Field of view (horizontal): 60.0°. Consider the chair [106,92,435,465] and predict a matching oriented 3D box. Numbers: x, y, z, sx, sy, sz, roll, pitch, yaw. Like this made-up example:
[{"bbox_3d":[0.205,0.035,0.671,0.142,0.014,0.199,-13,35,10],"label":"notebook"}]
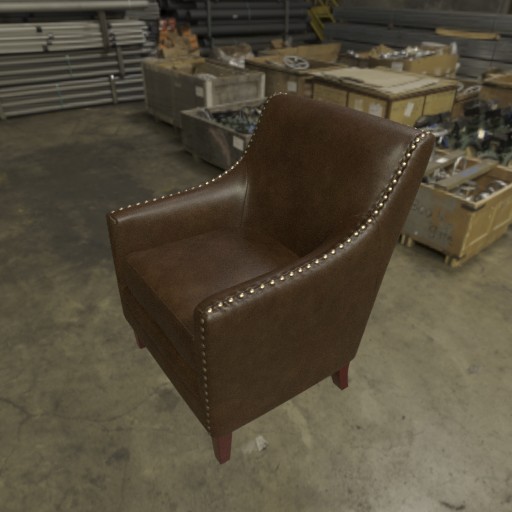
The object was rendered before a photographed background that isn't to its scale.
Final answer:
[{"bbox_3d":[0.000,0.000,1.352,0.704,0.813,0.639,-20,37,-30],"label":"chair"}]
